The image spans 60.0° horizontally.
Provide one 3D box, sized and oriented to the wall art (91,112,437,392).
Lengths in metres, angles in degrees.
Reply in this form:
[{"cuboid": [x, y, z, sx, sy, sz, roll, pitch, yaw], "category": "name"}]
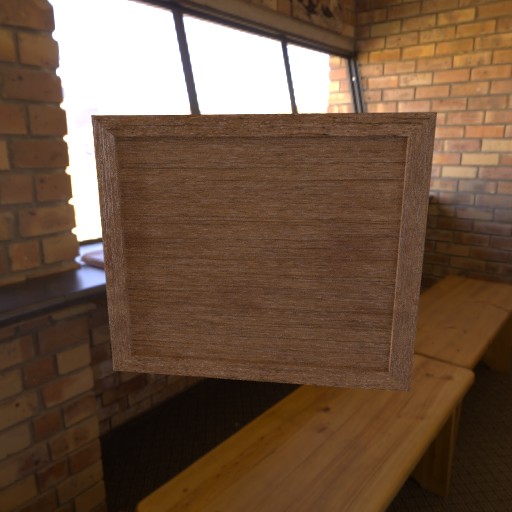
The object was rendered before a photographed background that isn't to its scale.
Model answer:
[{"cuboid": [0.000, 0.000, 0.962, 0.690, 0.588, 0.026, 2, 15, 8], "category": "wall art"}]
